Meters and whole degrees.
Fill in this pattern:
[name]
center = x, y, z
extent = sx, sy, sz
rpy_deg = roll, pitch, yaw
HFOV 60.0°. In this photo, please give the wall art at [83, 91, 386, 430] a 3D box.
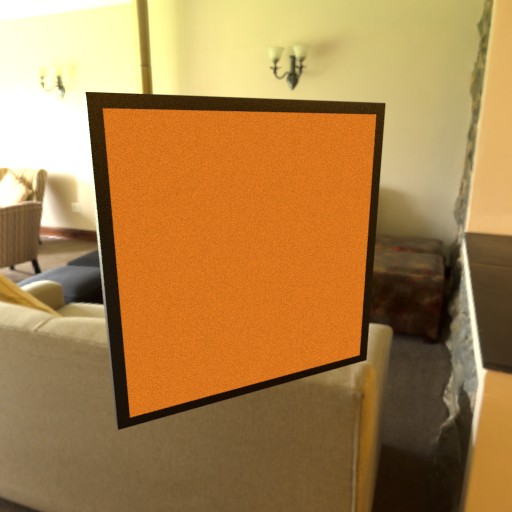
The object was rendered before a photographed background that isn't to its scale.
[wall art]
center = 0.000, 0.000, 1.135
extent = 0.755, 0.761, 0.038
rpy_deg = -8, 17, -26
